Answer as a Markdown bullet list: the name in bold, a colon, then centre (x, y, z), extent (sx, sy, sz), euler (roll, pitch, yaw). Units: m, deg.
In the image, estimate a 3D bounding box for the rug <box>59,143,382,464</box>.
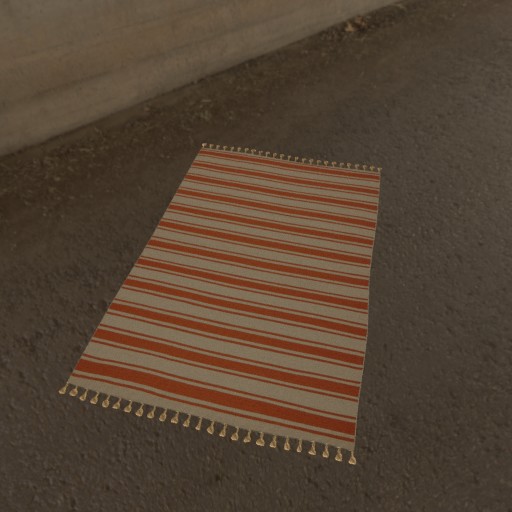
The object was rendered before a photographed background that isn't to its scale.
- **rug**: centre (0.000, 0.000, 3.005), extent (1.556, 0.022, 2.433), euler (10, 48, 9)
